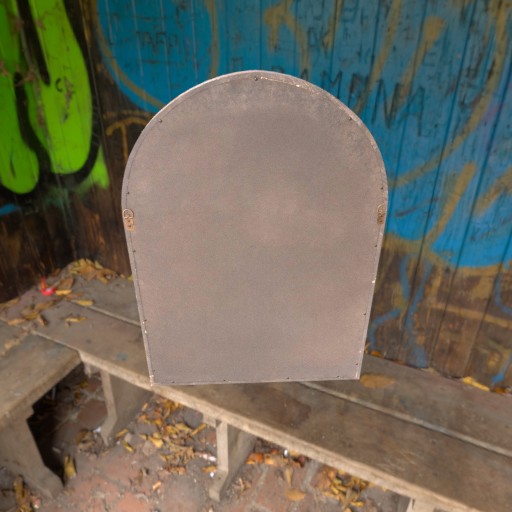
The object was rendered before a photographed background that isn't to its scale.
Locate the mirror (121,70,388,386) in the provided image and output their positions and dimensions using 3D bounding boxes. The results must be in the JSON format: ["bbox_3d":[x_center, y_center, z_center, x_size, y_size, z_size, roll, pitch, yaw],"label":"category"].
[{"bbox_3d":[0.000,0.000,1.183,0.660,0.920,0.032,-1,31,-2],"label":"mirror"}]
